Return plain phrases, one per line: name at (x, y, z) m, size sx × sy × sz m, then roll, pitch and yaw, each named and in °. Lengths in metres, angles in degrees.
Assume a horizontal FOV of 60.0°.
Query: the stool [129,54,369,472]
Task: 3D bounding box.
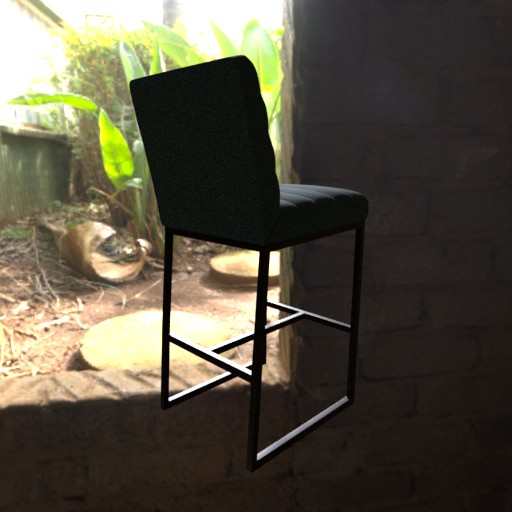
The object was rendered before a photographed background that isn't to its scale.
stool at (0.000, 0.000, 1.375) m, size 0.560 × 1.040 × 0.460 m, roll -12°, pitch 18°, yaw -43°
